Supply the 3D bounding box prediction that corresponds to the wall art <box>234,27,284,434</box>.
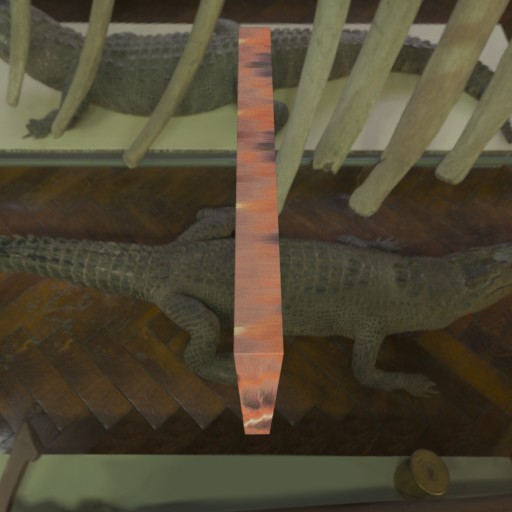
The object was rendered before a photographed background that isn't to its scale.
[{"bbox_3d":[0.000,0.000,0.609,0.038,0.406,0.403,0,60,0],"label":"wall art"}]
